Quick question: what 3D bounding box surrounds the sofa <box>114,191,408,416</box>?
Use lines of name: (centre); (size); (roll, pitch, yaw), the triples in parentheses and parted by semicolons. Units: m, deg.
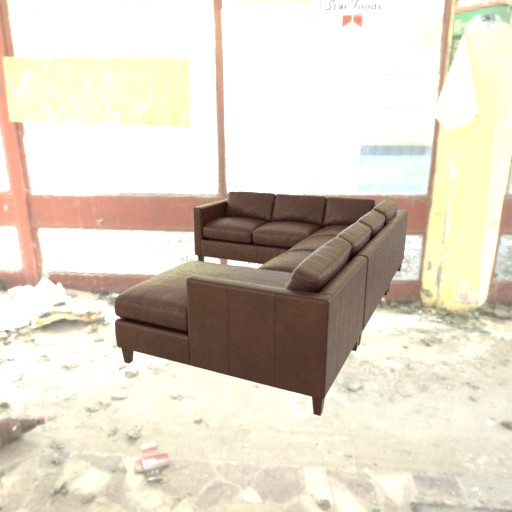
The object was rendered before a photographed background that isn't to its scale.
sofa: (0.000, 0.000, 4.423); (2.452, 0.891, 3.324); (7, 17, 25)
